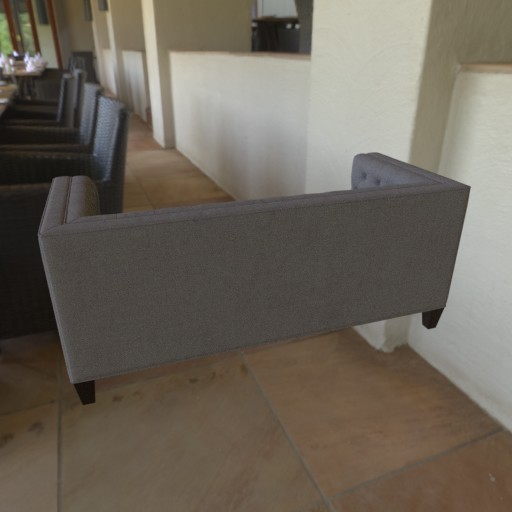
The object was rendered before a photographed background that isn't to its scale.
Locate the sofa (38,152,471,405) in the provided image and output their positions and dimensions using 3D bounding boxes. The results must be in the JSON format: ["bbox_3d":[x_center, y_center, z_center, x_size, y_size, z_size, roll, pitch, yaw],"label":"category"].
[{"bbox_3d":[0.000,0.000,2.197,1.778,0.762,0.775,-8,26,-17],"label":"sofa"}]
